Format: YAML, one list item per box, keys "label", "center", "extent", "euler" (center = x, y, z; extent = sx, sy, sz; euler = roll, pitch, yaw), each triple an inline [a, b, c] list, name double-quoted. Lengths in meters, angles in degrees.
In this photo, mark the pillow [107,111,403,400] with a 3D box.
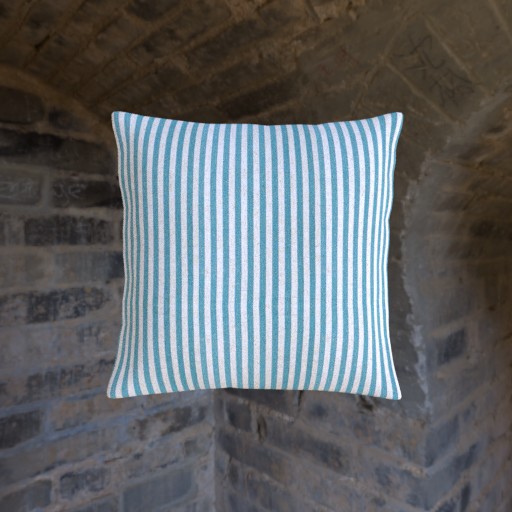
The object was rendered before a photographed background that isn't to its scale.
- label: "pillow"
  center: [0.000, 0.000, 0.785]
  extent: [0.523, 0.510, 0.166]
  euler: [0, 1, -1]
